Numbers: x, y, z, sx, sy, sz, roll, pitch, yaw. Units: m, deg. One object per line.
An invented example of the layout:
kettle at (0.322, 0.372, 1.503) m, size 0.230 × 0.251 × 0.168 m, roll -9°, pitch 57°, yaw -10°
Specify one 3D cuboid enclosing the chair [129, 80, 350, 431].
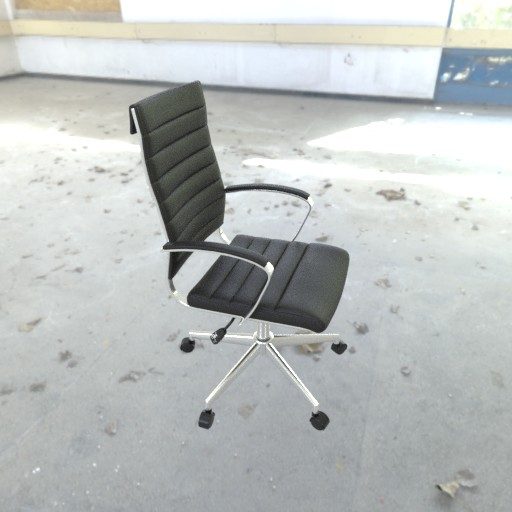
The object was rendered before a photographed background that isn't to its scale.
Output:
chair at (0.000, 0.000, 1.674) m, size 0.739 × 1.149 × 0.766 m, roll 10°, pitch 33°, yaw 17°
